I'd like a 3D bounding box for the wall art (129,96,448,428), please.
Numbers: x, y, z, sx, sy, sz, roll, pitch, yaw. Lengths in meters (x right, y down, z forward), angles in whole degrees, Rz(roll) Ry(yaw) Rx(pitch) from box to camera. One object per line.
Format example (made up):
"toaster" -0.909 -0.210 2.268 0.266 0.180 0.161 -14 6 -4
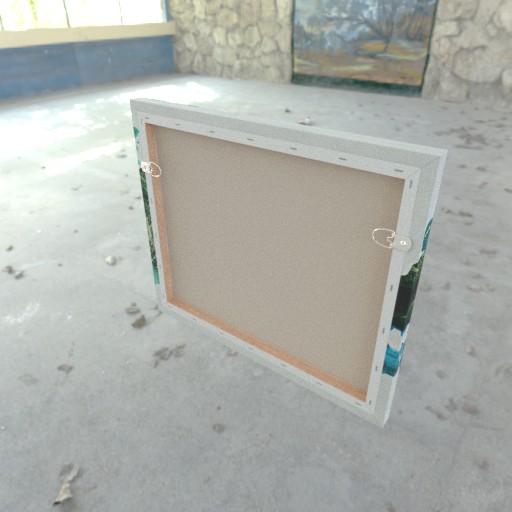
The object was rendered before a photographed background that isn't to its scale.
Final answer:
"wall art" 0.000 0.000 1.009 0.711 0.610 0.043 21 36 31
